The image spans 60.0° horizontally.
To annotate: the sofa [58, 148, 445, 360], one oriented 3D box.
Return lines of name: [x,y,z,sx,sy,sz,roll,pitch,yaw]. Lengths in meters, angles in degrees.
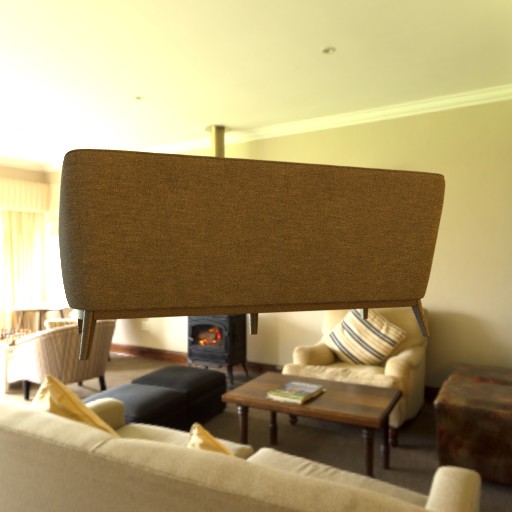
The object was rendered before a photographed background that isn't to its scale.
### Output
sofa: [0.000,0.000,2.314,1.928,0.829,0.867,0,0,-18]
